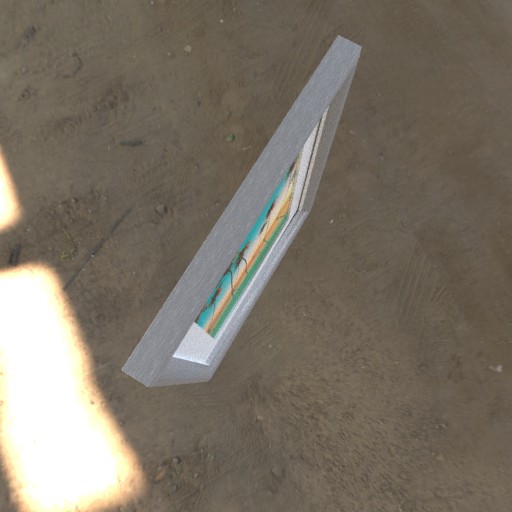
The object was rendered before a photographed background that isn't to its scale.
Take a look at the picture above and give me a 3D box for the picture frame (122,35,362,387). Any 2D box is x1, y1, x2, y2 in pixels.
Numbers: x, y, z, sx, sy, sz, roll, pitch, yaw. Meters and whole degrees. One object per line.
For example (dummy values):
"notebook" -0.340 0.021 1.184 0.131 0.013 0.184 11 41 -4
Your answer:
"picture frame" 0.000 0.000 0.529 0.027 0.378 0.327 30 77 8
